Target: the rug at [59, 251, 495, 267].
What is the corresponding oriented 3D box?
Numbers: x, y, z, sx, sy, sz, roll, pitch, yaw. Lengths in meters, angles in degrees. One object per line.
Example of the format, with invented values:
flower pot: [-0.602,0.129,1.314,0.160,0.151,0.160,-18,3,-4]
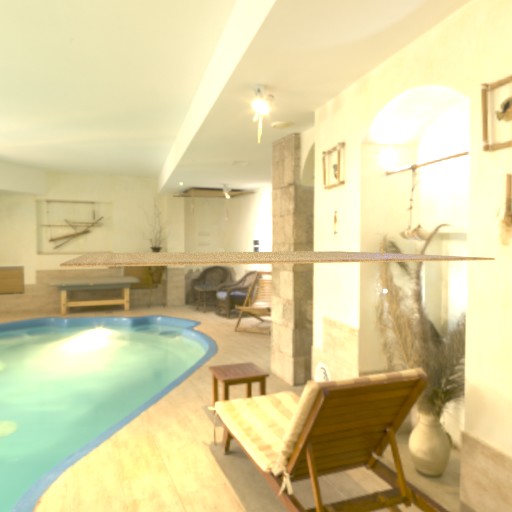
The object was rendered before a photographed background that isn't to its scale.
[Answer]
rug: [0.000,0.000,4.055,3.038,0.019,2.420,-1,2,-17]
